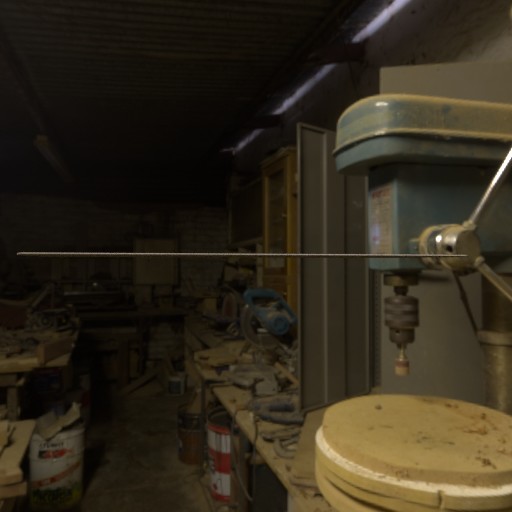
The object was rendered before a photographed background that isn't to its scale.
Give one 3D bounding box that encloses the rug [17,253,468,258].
[{"bbox_3d":[0.000,0.000,2.671,2.448,0.012,0.769,0,-1,-17],"label":"rug"}]
